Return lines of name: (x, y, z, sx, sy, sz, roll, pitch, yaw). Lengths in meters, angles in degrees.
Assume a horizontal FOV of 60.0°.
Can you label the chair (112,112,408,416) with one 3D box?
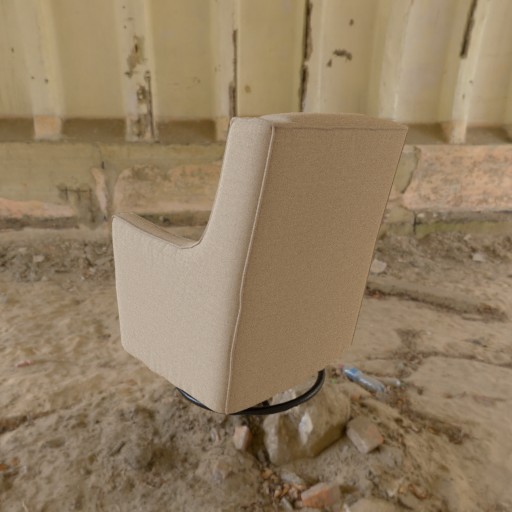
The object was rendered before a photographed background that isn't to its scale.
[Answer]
chair: (0.000, 0.000, 1.647, 0.732, 0.993, 0.879, -14, 21, -42)
